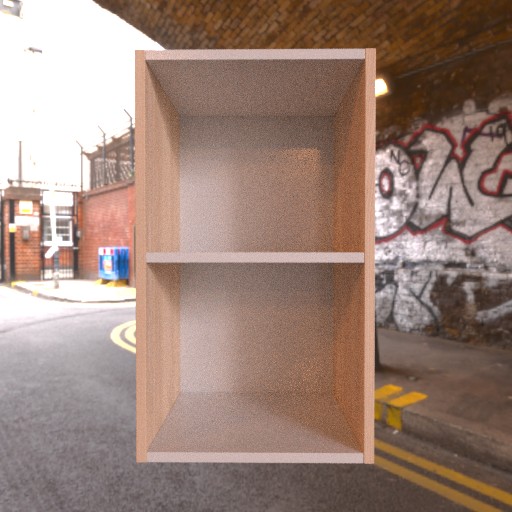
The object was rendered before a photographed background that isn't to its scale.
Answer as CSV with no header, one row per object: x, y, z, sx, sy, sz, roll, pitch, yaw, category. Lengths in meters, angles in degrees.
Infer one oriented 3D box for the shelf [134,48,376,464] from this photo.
0.000,0.000,0.787,0.350,0.600,0.290,0,1,1,shelf
